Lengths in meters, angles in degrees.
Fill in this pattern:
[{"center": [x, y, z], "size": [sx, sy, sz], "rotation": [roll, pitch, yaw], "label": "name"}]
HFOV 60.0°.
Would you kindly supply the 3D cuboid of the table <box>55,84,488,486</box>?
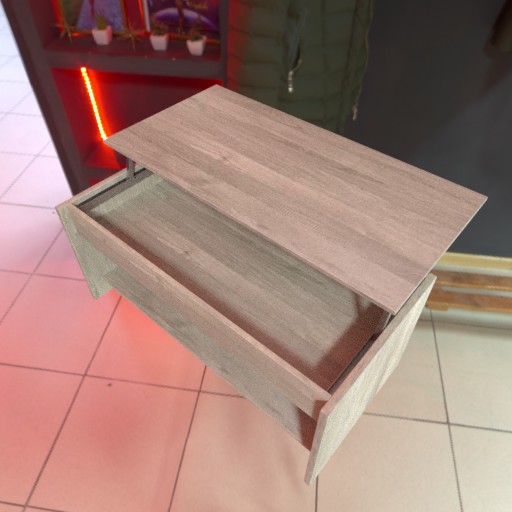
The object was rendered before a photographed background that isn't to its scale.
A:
[{"center": [0.000, 0.000, 1.412], "size": [1.000, 0.570, 0.712], "rotation": [32, 54, 27], "label": "table"}]
